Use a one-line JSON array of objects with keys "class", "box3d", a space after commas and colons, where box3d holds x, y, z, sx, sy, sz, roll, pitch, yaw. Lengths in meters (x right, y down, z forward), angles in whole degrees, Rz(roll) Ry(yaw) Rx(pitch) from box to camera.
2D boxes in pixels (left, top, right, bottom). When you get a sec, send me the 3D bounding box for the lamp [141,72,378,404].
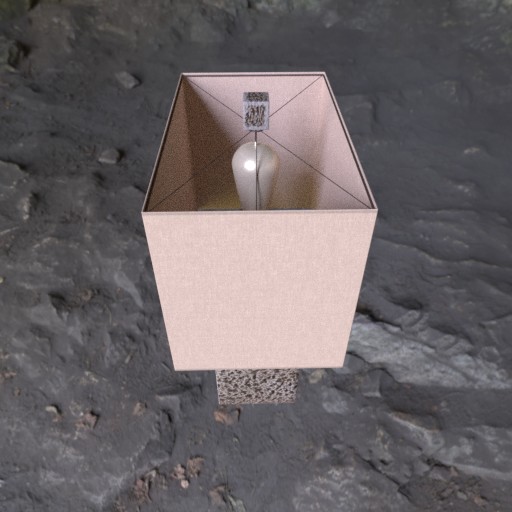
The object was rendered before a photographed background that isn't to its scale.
[{"class": "lamp", "box3d": [0.000, 0.000, 0.564, 0.180, 0.411, 0.294, -1, 42, -1]}]
